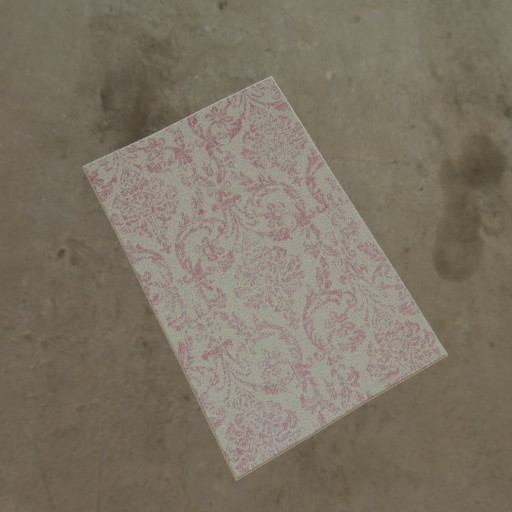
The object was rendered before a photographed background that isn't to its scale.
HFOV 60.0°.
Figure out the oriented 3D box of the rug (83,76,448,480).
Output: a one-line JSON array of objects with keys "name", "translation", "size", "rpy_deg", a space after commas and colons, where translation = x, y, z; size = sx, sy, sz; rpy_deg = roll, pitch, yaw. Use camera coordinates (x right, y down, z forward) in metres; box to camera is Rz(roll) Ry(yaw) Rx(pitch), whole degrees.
[{"name": "rug", "translation": [0.000, 0.000, 2.366], "size": [1.219, 0.012, 1.839], "rpy_deg": [-28, 78, -7]}]
